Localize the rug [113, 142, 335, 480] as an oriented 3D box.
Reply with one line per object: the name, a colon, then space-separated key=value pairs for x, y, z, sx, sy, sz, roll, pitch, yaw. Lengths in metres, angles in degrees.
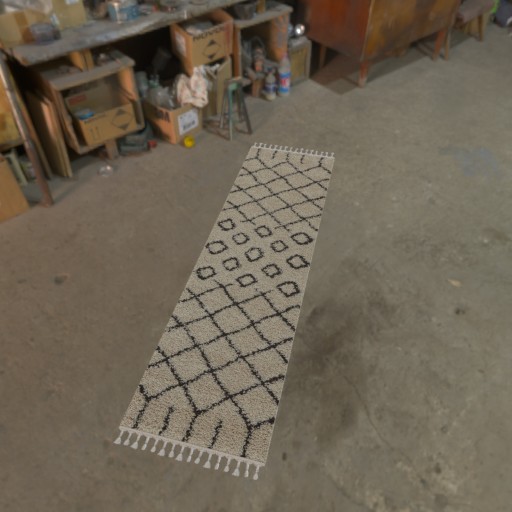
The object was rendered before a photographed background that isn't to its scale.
rug: x=0.000 y=0.000 z=2.676 sx=0.660 sy=0.005 sz=2.464 roll=10 pitch=47 yaw=10
